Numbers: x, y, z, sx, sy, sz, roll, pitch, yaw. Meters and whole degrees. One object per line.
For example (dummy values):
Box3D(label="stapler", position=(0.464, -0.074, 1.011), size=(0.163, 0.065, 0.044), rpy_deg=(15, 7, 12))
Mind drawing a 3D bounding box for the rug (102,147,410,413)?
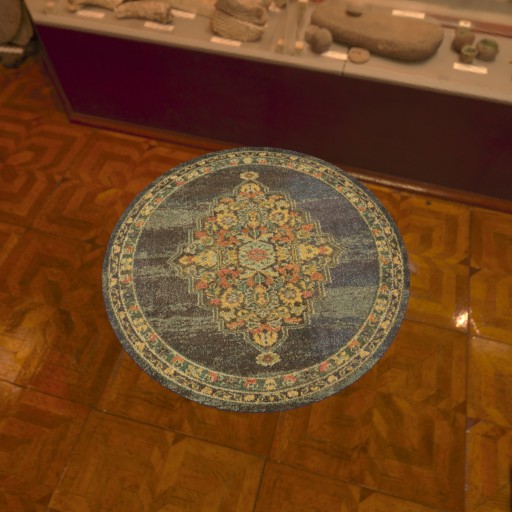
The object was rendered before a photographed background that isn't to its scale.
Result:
Box3D(label="rug", position=(0.000, 0.000, 2.324), size=(1.591, 0.010, 1.591), rpy_deg=(0, 58, 0))
